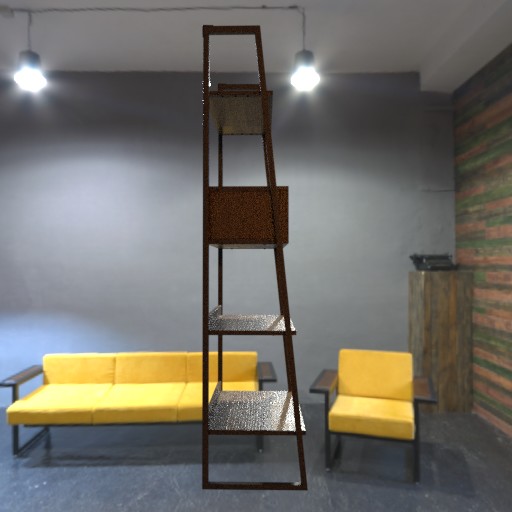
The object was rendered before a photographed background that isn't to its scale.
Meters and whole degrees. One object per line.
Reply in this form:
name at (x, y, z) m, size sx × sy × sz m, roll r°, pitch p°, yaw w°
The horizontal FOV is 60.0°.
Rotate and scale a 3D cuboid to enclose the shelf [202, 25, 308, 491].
shelf at (0.000, 0.000, 2.231) m, size 0.454 × 2.005 × 0.652 m, roll 0°, pitch -1°, yaw 1°
